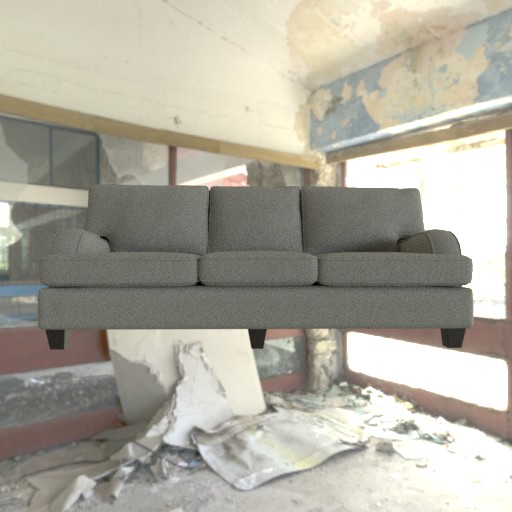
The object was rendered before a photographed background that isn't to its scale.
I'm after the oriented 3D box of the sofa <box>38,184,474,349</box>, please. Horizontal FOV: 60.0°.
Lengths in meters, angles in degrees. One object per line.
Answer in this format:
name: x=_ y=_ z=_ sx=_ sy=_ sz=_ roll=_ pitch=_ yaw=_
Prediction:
sofa: x=0.000 y=0.000 z=2.803 sx=2.323 sy=0.997 sz=1.016 roll=0 pitch=-1 yaw=-1
